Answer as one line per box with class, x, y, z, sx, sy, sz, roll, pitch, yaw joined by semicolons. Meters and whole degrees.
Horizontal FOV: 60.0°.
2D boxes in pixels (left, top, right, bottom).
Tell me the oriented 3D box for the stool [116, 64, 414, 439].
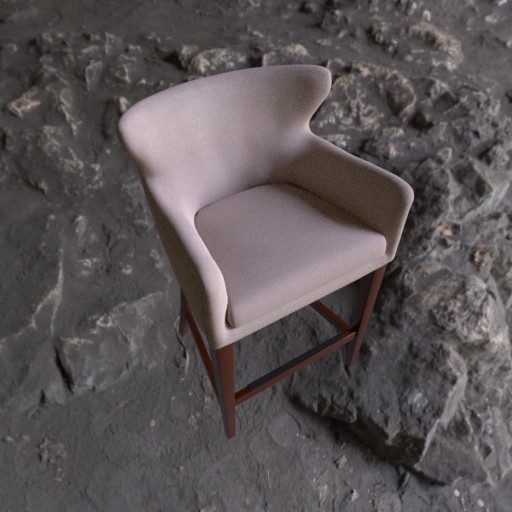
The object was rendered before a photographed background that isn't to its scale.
stool;0.000;0.000;1.356;0.601;0.951;0.570;-24;49;-22
